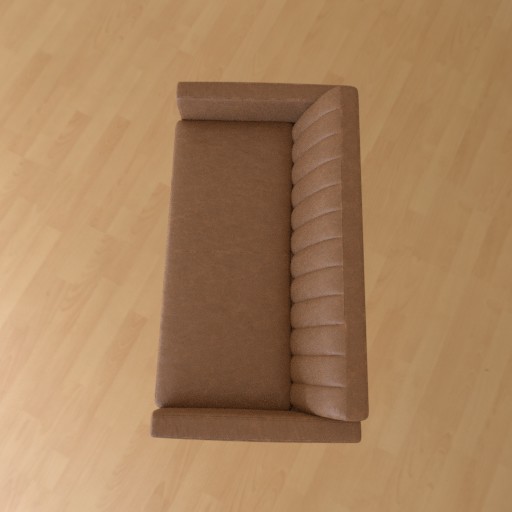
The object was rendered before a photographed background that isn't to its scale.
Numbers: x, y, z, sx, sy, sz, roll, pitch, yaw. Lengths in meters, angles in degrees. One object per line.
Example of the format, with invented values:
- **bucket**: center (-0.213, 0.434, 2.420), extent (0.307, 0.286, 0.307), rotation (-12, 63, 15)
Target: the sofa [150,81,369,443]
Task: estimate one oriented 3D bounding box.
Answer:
- **sofa**: center (0.000, 0.000, 2.426), extent (0.993, 0.821, 1.847), rotation (1, 76, 0)
